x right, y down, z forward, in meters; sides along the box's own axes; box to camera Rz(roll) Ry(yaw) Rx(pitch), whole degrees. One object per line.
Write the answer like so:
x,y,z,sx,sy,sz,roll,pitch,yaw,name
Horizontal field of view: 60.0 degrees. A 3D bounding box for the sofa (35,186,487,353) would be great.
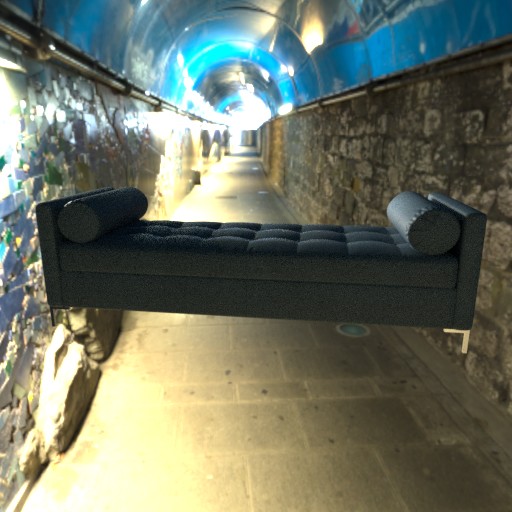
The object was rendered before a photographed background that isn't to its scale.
0.000,0.000,2.311,1.981,0.635,0.686,2,15,8,sofa
